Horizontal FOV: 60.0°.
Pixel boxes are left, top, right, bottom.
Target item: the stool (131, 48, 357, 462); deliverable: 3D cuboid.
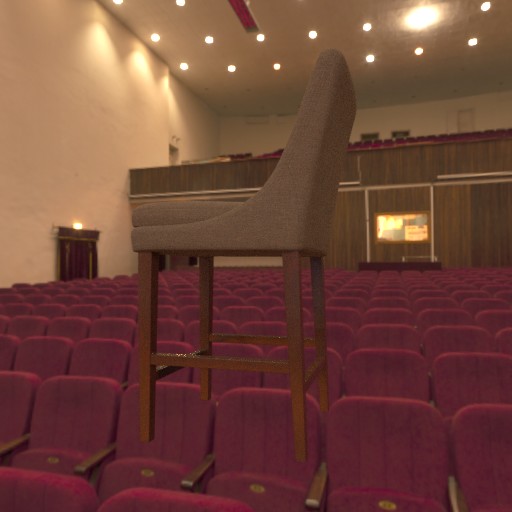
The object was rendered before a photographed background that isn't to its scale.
[{"bbox_3d":[0.000,0.000,1.302,0.577,0.981,0.470,-1,-2,17],"label":"stool"}]
